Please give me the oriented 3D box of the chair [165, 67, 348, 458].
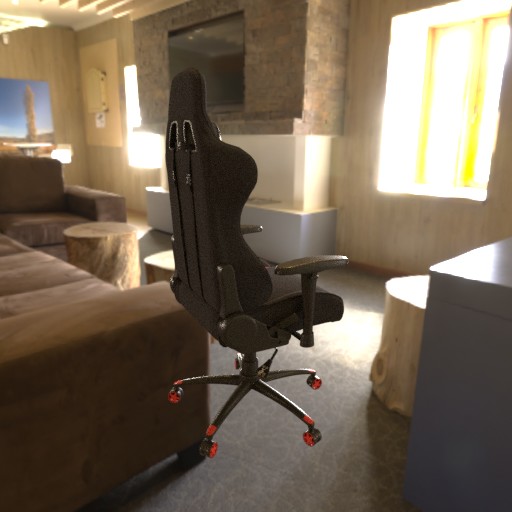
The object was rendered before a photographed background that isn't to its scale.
[{"bbox_3d":[0.000,0.000,1.729,0.658,1.326,0.695,-8,17,-27],"label":"chair"}]
